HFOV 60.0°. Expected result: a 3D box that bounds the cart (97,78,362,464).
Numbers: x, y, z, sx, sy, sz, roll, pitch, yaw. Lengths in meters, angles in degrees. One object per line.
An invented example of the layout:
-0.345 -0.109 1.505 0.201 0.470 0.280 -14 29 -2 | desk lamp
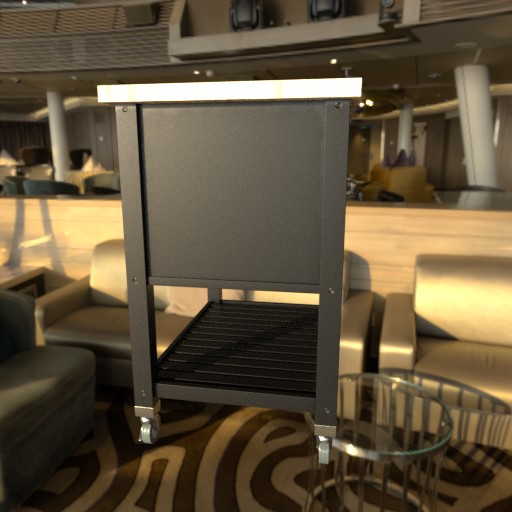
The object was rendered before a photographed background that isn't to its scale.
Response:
0.000 0.000 1.408 0.567 0.920 0.797 2 13 10 | cart
